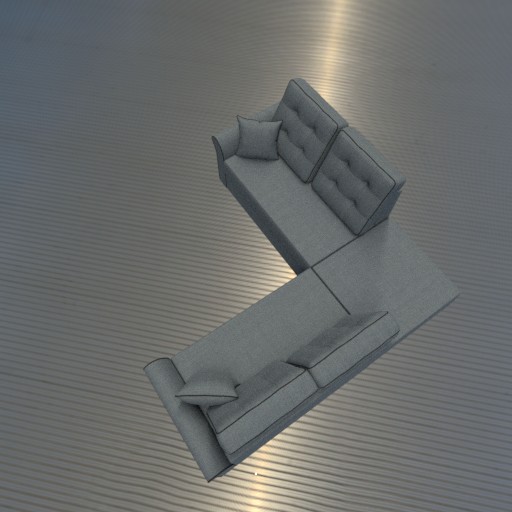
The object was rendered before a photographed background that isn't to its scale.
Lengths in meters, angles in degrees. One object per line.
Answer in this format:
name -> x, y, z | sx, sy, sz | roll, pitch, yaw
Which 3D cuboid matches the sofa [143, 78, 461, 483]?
sofa -> 0.000, 0.000, 3.154 | 2.070, 0.988, 2.068 | -32, 68, -14
